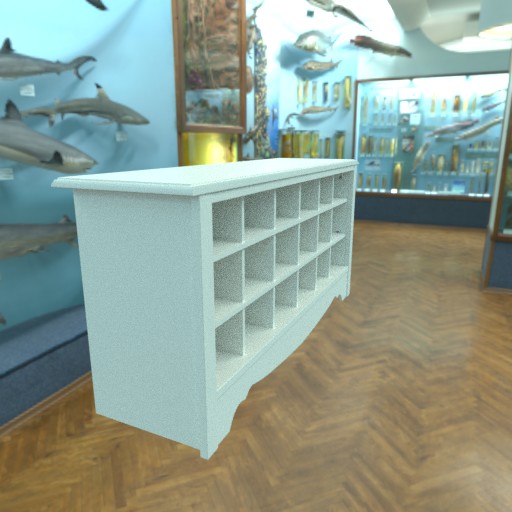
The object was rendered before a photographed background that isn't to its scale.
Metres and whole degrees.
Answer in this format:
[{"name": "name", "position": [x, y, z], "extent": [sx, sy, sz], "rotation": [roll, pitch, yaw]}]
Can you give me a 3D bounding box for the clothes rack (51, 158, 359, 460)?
[{"name": "clothes rack", "position": [0.000, 0.000, 1.328], "extent": [0.324, 0.531, 1.120], "rotation": [7, 16, 25]}]
